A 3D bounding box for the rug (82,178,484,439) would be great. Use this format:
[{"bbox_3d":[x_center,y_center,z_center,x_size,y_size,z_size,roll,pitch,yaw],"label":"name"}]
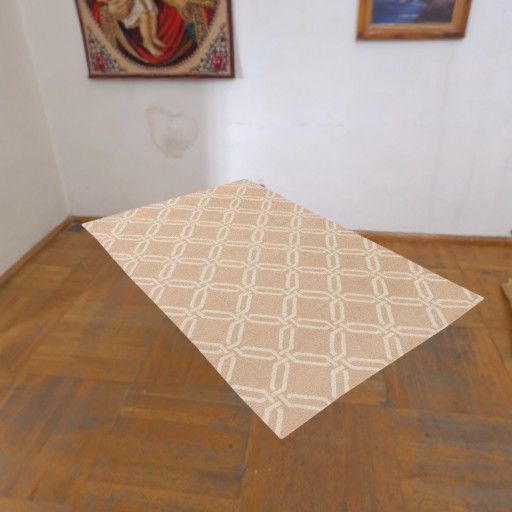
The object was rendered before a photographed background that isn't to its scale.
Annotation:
[{"bbox_3d":[0.000,0.000,2.185,1.146,0.010,1.745,-22,37,-31],"label":"rug"}]
